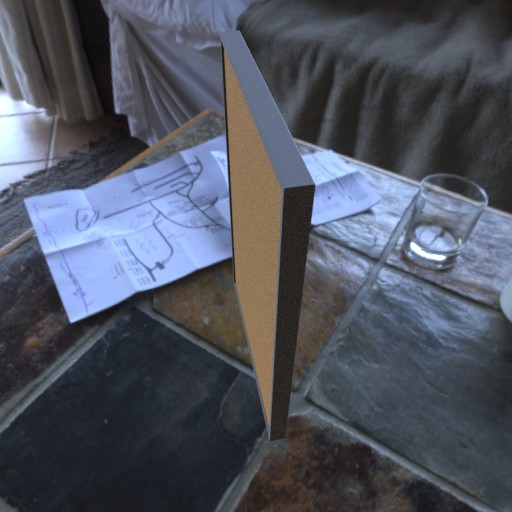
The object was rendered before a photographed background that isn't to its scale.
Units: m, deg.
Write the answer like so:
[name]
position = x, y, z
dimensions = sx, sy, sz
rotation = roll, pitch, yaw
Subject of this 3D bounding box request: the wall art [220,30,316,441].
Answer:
[wall art]
position = 0.000, 0.000, 0.967
dimensions = 0.039, 0.753, 0.511
rotation = -8, 47, -8
